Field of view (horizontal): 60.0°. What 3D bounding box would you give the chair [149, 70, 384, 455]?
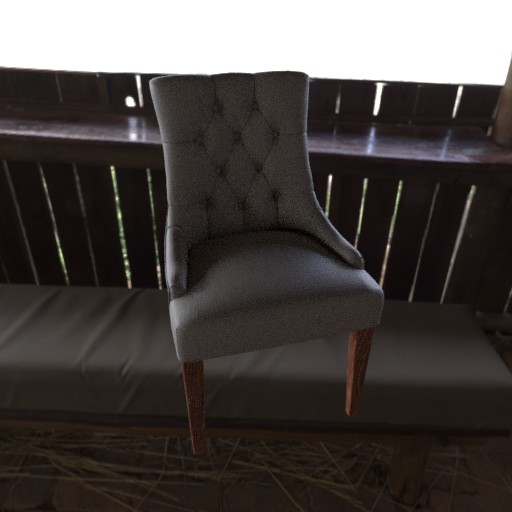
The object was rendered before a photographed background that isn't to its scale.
[{"bbox_3d":[0.000,0.000,1.210,0.509,0.874,0.565,-8,31,-14],"label":"chair"}]
